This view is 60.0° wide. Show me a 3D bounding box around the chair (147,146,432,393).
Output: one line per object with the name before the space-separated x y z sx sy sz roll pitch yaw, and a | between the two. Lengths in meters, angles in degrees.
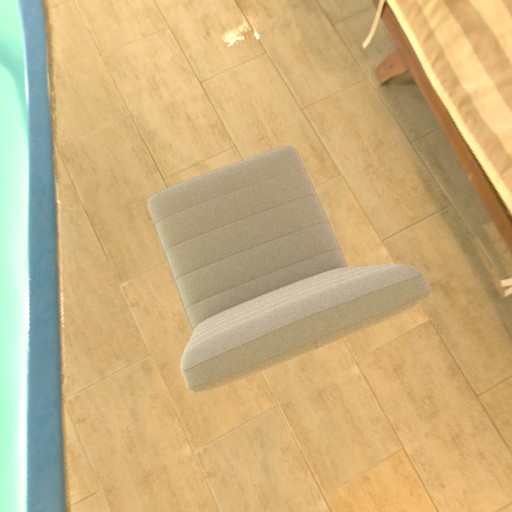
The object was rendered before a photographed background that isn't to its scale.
chair | 0.000 0.000 1.340 0.520 0.930 0.634 -21 77 -5
